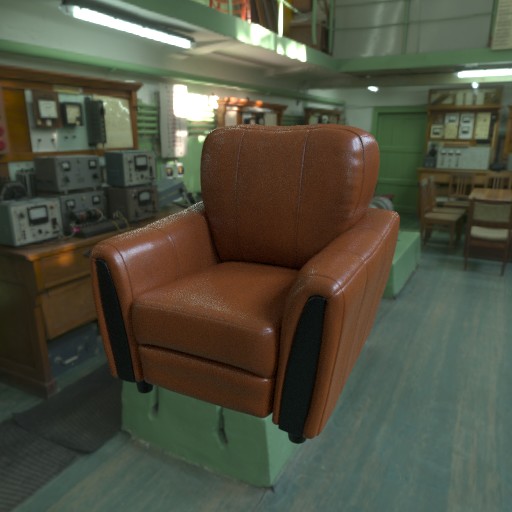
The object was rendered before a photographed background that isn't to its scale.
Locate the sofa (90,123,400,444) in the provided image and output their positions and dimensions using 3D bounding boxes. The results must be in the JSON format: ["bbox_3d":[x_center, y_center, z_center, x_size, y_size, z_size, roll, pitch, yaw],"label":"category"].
[{"bbox_3d":[0.000,0.000,1.525,0.836,0.876,0.789,8,18,25],"label":"sofa"}]
